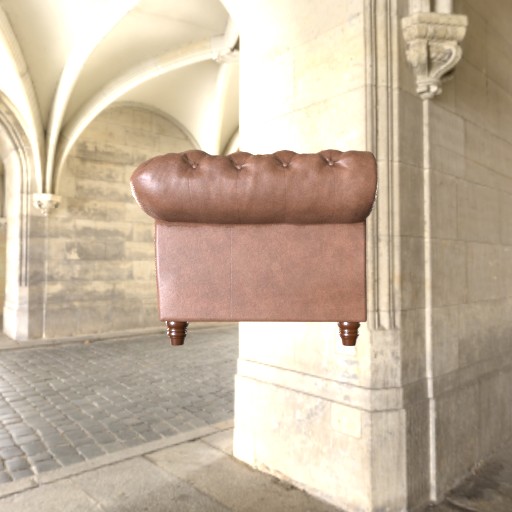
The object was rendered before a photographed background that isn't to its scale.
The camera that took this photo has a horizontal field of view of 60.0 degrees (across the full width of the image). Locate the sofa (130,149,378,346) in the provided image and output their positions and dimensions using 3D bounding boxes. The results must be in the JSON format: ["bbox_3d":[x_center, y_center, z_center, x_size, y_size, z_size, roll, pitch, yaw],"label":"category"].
[{"bbox_3d":[0.000,0.000,2.758,0.944,0.783,2.385,0,-2,1],"label":"sofa"}]
